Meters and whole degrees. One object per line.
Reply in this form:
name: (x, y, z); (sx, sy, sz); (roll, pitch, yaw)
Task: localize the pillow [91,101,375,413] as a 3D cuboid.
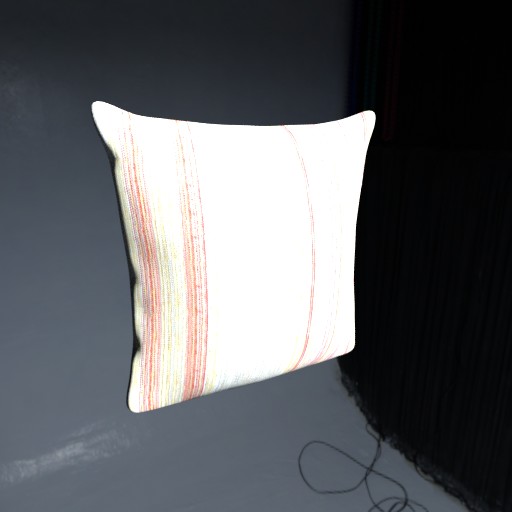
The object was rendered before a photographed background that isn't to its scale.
pillow: (0.000, 0.000, 0.698); (0.451, 0.449, 0.191); (-8, 18, -26)
